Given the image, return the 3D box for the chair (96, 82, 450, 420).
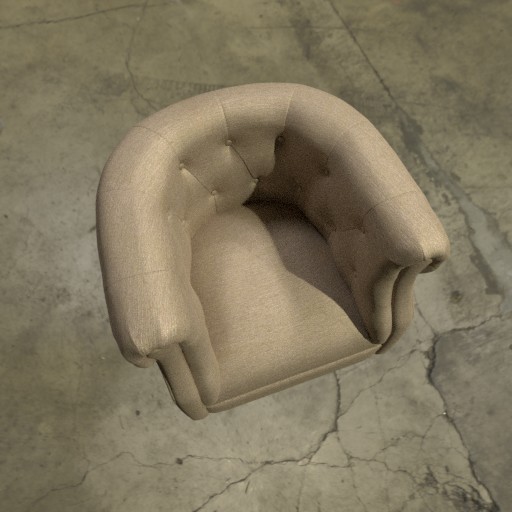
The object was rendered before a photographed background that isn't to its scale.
[{"bbox_3d":[0.000,0.000,1.534,0.905,0.827,0.852,-17,65,-8],"label":"chair"}]
